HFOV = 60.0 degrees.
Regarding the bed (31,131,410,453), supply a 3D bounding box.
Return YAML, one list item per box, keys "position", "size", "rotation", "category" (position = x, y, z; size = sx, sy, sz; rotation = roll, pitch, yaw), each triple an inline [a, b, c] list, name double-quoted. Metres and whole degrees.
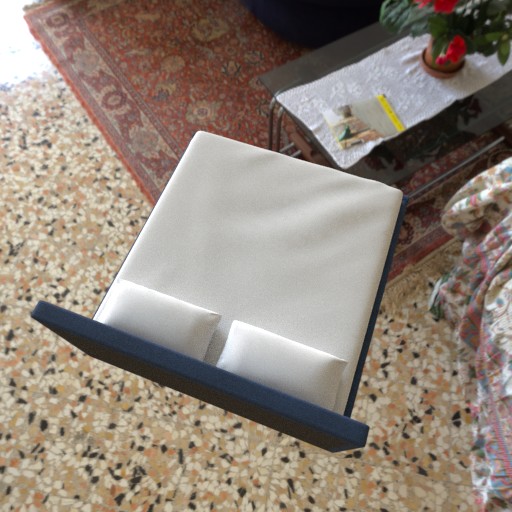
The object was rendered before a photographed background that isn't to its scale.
- position: [0.000, 0.000, 3.481]
  size: [2.096, 1.231, 2.232]
  rotation: [19, 66, 9]
  category: "bed"
